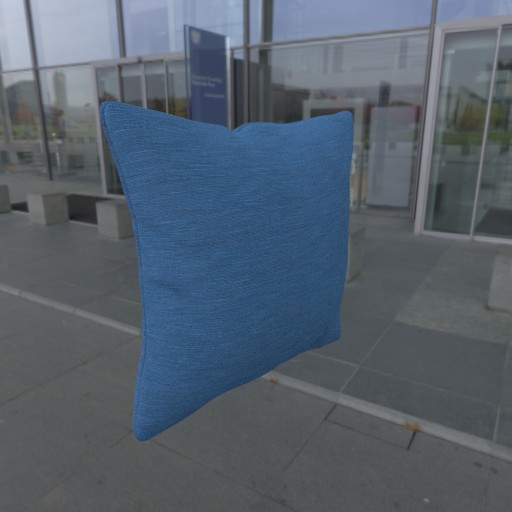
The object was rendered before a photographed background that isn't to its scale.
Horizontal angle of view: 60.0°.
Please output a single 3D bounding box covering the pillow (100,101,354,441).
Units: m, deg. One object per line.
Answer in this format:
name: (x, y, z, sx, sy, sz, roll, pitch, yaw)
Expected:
pillow: (0.000, 0.000, 0.656, 0.437, 0.420, 0.177, -15, 22, -41)
